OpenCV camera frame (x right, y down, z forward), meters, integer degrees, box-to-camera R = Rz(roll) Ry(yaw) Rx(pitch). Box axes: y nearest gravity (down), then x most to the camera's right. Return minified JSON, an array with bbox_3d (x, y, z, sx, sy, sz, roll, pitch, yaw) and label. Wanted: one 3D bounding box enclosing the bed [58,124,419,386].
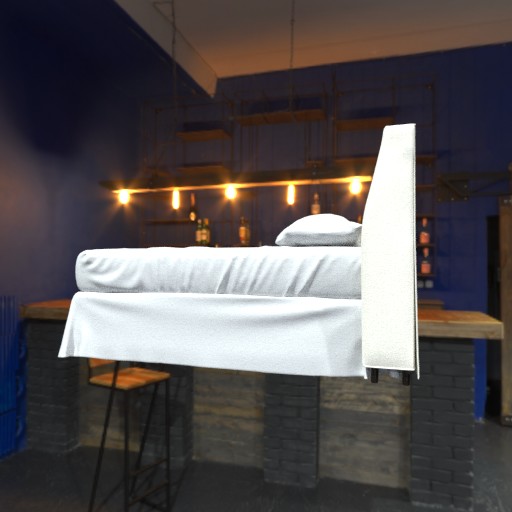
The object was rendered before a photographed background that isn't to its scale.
[{"bbox_3d":[0.000,0.000,3.421,2.276,1.332,1.925,0,-1,18],"label":"bed"}]
